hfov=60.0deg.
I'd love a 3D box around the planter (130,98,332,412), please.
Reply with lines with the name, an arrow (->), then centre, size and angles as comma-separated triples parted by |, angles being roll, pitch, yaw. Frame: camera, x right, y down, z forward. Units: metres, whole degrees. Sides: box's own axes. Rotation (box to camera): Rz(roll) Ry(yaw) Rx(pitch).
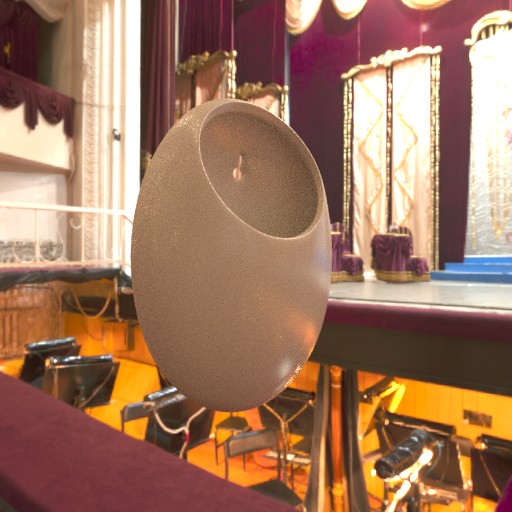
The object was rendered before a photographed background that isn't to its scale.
planter -> 0.000, 0.000, 0.276 | 0.043, 0.188, 0.185 | 0, -1, 38
